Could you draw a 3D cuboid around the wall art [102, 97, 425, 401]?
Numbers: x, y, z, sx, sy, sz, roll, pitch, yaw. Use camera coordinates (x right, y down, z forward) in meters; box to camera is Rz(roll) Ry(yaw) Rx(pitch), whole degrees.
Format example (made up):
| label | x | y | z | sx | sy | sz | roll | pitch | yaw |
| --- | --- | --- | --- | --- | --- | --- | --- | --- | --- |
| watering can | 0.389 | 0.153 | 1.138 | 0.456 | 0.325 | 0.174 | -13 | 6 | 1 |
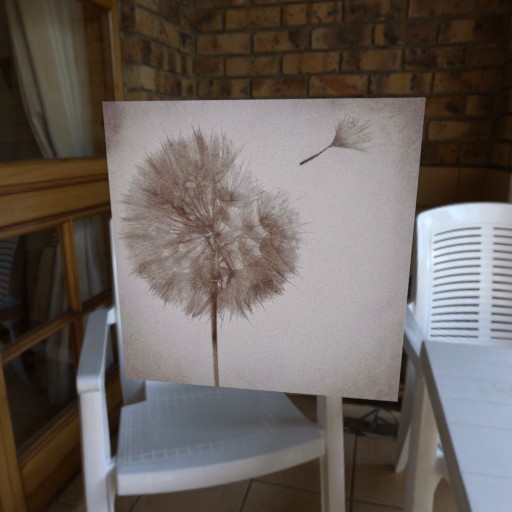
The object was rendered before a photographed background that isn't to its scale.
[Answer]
| label | x | y | z | sx | sy | sz | roll | pitch | yaw |
| --- | --- | --- | --- | --- | --- | --- | --- | --- | --- |
| wall art | 0.000 | 0.000 | 1.146 | 0.762 | 0.762 | 0.027 | 2 | 15 | 8 |
